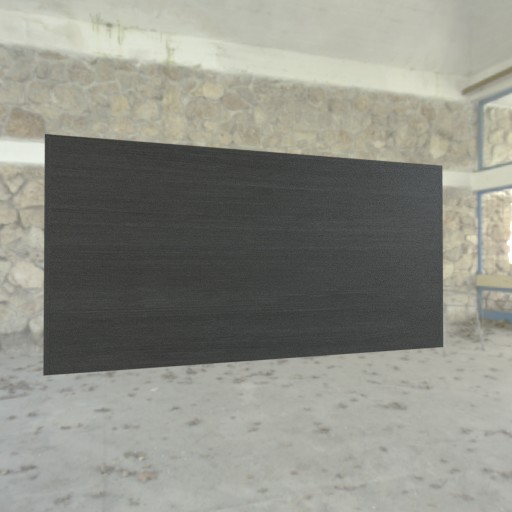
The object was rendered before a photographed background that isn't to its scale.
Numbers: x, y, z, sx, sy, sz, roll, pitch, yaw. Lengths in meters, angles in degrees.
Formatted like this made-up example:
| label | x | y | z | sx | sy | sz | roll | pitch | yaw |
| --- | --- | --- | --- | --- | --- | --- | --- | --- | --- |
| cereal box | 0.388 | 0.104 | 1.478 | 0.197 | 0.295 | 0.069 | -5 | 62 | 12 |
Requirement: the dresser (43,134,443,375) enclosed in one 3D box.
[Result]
| label | x | y | z | sx | sy | sz | roll | pitch | yaw |
| --- | --- | --- | --- | --- | --- | --- | --- | --- | --- |
| dresser | 0.000 | 0.000 | 1.889 | 1.590 | 0.795 | 0.400 | 0 | -1 | -18 |
